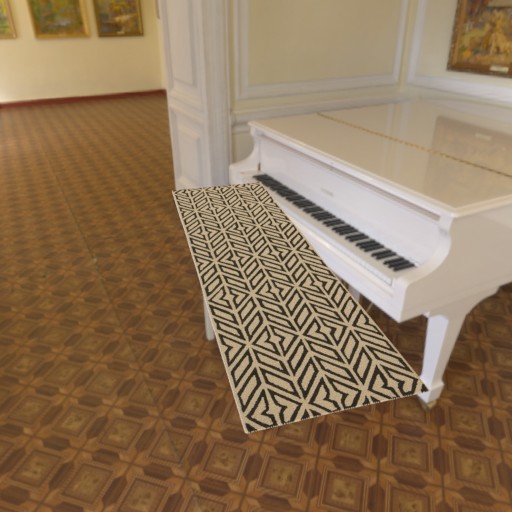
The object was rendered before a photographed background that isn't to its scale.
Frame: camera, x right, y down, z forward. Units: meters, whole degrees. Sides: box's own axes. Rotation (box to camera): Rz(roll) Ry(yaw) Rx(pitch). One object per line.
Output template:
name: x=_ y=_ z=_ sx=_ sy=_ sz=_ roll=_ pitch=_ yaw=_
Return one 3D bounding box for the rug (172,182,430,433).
rug: x=0.000 y=0.000 z=2.676 sx=0.750 sy=0.009 sz=2.435 roll=-8 pitch=30 yaw=-13
